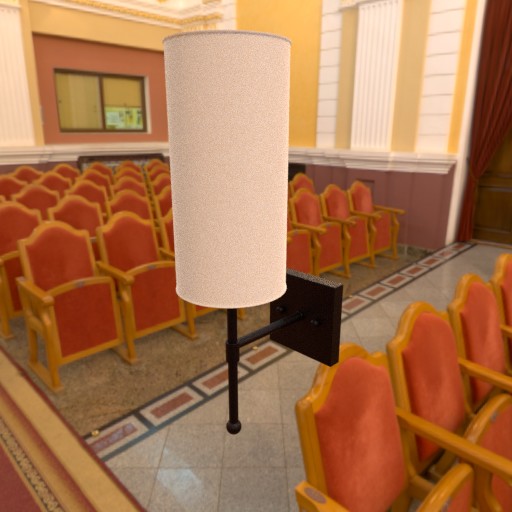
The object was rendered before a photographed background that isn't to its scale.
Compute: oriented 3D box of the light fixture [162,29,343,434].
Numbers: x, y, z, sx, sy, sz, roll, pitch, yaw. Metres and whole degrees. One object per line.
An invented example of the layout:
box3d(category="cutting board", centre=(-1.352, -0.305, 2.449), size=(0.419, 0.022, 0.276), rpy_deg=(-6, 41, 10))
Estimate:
box3d(category="light fixture", centre=(0.000, 0.000, 0.536), size=(0.208, 0.462, 0.128), rpy_deg=(-16, 23, -42))
